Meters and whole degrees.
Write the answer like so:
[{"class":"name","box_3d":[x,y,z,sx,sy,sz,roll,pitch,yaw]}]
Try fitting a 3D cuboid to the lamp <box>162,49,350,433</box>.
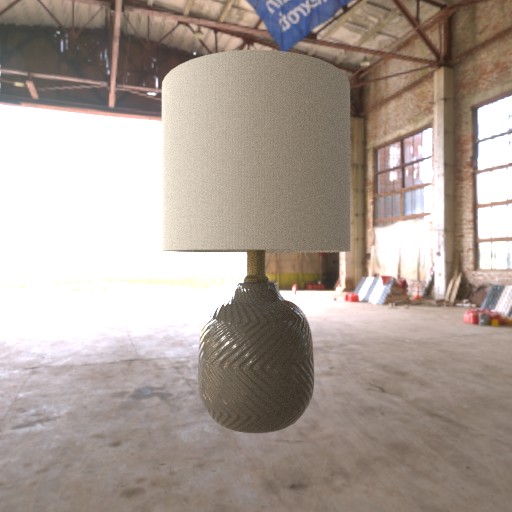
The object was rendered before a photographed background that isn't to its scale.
[{"class":"lamp","box_3d":[0.000,0.000,0.496,0.207,0.366,0.207,0,0,0]}]
